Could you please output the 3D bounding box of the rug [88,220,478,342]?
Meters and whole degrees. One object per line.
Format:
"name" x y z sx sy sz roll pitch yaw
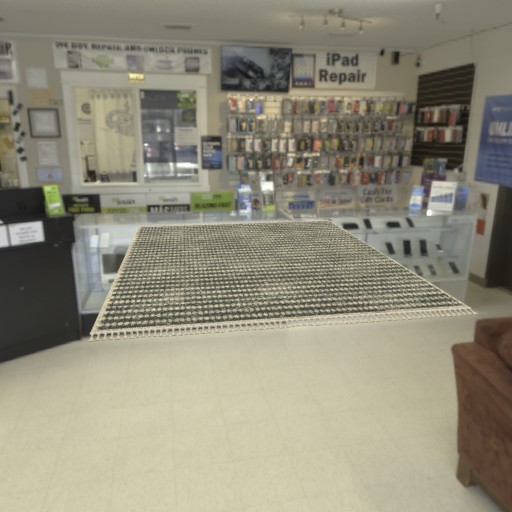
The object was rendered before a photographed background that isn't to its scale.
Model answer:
"rug" 0.000 0.000 3.863 2.256 0.013 2.910 -3 16 -9
